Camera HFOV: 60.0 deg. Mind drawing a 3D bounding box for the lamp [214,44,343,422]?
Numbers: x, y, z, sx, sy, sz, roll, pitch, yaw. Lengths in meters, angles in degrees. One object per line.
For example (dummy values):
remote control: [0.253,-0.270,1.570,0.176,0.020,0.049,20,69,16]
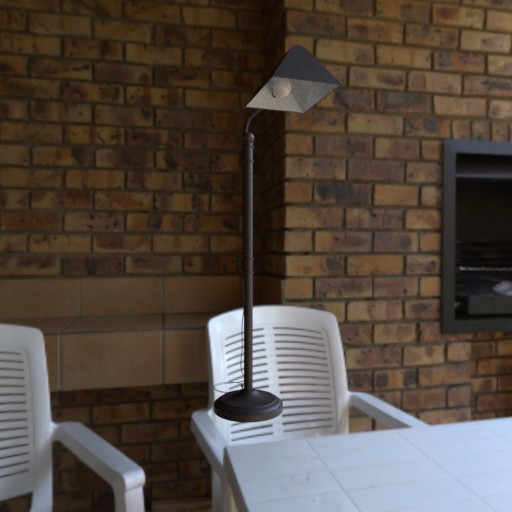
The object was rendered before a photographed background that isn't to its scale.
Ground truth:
lamp: [0.000,0.000,0.961,0.159,0.708,0.545,0,1,-18]
